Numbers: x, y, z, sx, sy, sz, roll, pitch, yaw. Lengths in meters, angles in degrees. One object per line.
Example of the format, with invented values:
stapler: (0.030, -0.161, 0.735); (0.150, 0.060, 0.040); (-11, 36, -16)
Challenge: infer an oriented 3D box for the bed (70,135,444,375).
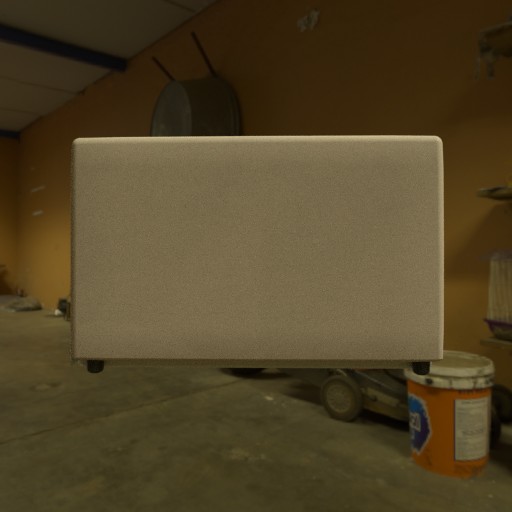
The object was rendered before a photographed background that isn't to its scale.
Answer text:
bed: (0.000, 0.000, 3.548); (2.119, 1.317, 2.319); (0, 0, 1)
